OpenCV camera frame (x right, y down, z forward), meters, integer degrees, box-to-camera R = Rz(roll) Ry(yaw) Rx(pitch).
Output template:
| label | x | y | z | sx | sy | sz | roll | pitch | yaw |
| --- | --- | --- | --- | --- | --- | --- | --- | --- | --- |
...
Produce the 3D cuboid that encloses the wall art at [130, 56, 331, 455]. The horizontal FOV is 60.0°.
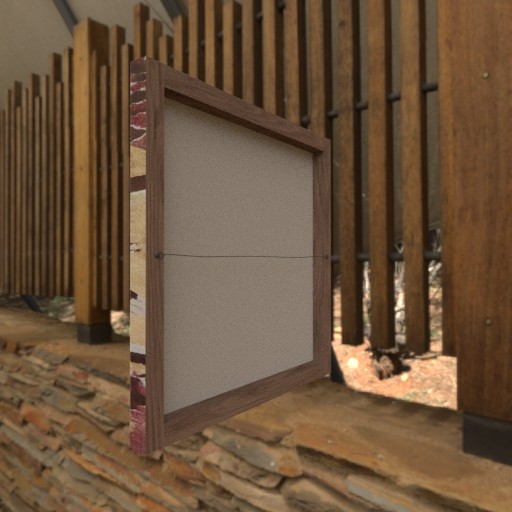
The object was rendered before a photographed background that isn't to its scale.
| label | x | y | z | sx | sy | sz | roll | pitch | yaw |
| --- | --- | --- | --- | --- | --- | --- | --- | --- | --- |
| wall art | 0.000 | 0.000 | 0.933 | 0.041 | 0.613 | 0.609 | 0 | 0 | 37 |
